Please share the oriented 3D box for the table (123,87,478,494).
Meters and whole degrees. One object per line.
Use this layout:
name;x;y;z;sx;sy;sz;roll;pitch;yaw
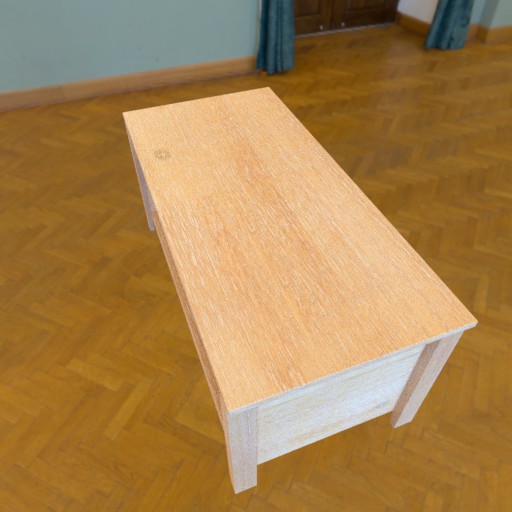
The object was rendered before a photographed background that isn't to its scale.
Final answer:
table;0.000;0.000;1.245;0.483;0.457;1.016;-15;48;-14
